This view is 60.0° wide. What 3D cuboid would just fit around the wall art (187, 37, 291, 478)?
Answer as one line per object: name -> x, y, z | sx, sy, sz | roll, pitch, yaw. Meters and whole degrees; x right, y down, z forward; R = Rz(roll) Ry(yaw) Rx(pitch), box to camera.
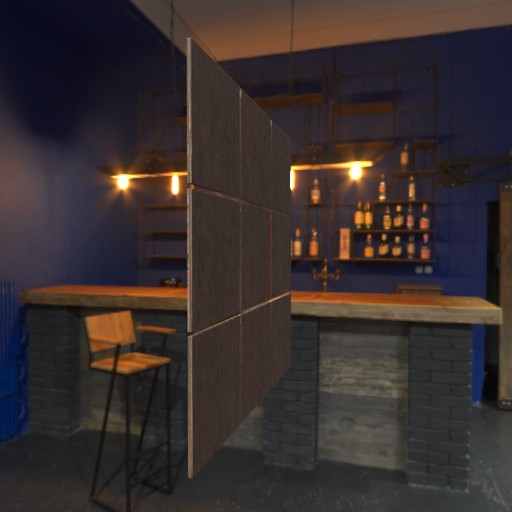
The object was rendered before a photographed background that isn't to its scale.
wall art -> 0.000, 0.000, 1.799 | 0.013, 1.213, 1.215 | 0, 1, 17
